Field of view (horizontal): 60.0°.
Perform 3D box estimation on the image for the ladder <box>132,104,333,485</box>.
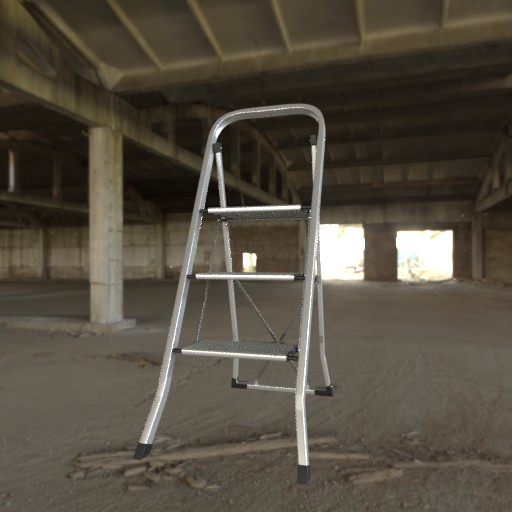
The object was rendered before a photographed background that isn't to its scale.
[{"bbox_3d":[0.000,0.000,1.435,0.465,1.070,0.704,0,0,17],"label":"ladder"}]
